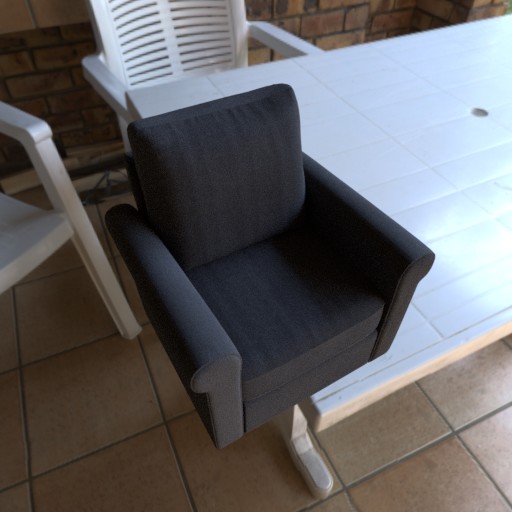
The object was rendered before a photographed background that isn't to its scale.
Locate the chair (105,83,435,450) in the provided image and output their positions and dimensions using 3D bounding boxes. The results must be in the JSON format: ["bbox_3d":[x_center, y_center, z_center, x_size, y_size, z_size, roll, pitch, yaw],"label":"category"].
[{"bbox_3d":[0.000,0.000,1.601,0.867,0.942,0.828,-23,50,-21],"label":"chair"}]
